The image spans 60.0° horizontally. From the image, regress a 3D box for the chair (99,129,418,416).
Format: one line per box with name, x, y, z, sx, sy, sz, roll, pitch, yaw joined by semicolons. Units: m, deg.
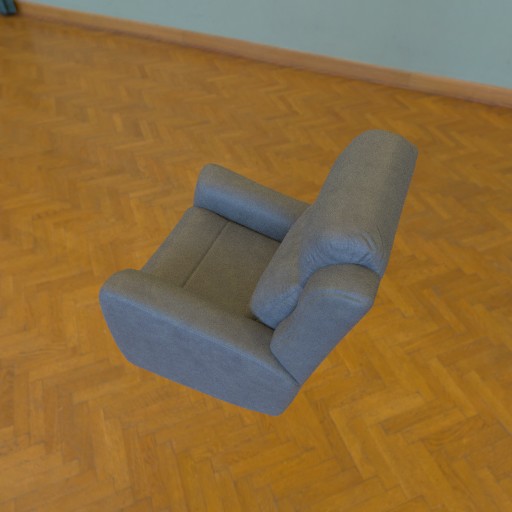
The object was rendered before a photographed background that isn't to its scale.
chair;0.000;0.000;1.941;1.068;1.116;0.967;17;49;15
